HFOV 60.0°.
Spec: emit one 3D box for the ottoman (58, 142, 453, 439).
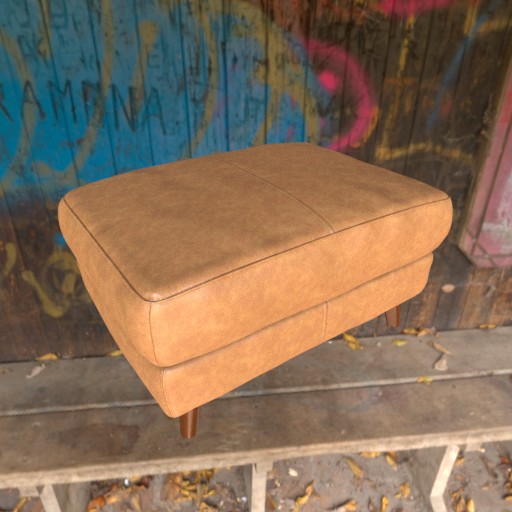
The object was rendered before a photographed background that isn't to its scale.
[{"bbox_3d":[0.000,0.000,1.212,0.869,0.461,0.630,-19,35,-29],"label":"ottoman"}]
